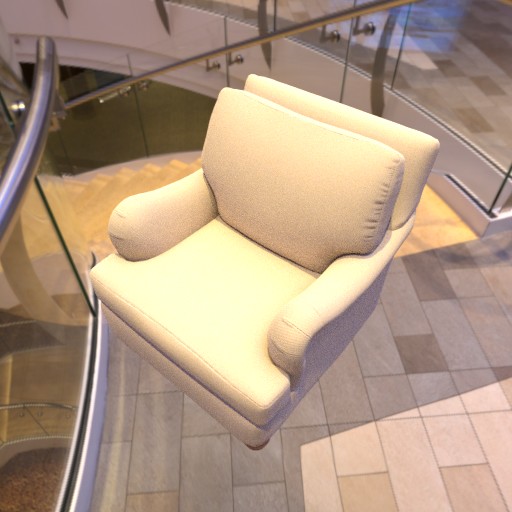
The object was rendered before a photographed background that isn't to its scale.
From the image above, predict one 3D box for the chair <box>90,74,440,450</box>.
[{"bbox_3d":[0.000,0.000,1.835,0.955,1.038,1.070,30,53,26],"label":"chair"}]
